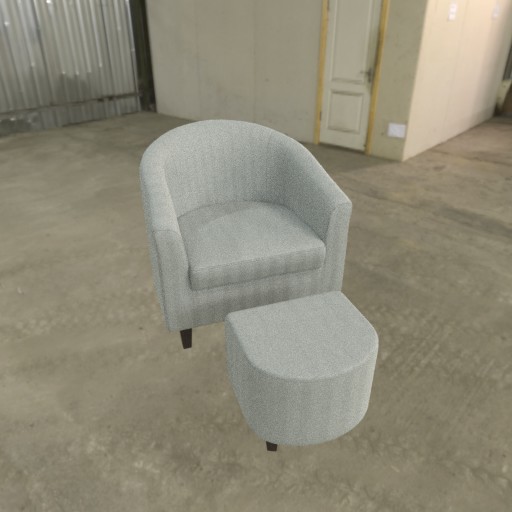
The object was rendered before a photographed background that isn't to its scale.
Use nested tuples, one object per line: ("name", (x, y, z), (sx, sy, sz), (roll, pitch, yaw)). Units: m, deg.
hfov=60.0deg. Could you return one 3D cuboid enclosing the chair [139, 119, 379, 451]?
("chair", (0.000, 0.000, 1.691), (0.756, 0.757, 1.288), (-10, 31, -17))
